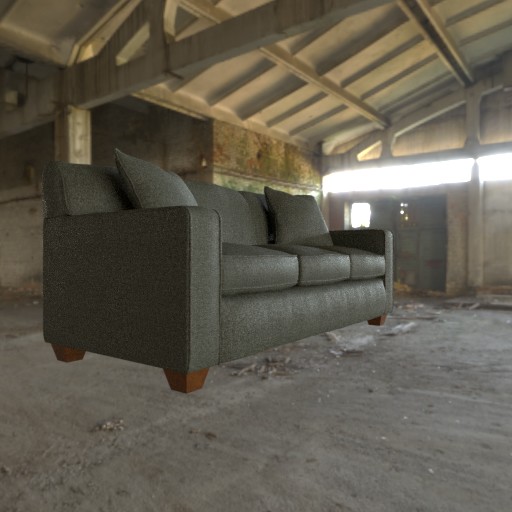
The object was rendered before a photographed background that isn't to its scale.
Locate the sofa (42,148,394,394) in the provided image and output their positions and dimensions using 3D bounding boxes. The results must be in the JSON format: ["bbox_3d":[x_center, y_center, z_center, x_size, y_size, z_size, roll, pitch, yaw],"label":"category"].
[{"bbox_3d":[0.000,0.000,2.561,0.997,0.958,2.024,0,0,36],"label":"sofa"}]
